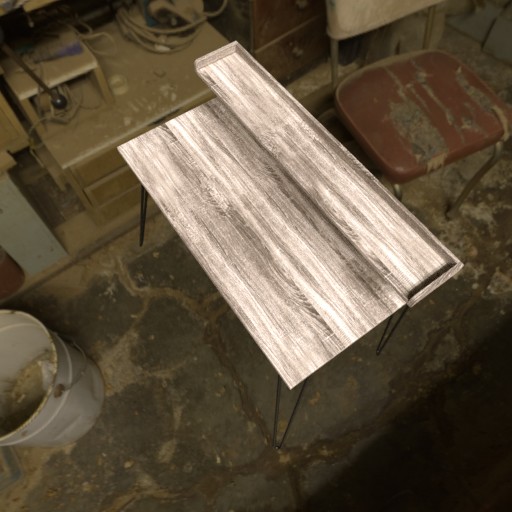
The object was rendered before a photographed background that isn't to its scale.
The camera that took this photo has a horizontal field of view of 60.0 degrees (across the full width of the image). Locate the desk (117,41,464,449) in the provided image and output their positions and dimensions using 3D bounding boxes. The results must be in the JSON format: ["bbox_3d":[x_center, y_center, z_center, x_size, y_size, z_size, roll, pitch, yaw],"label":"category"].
[{"bbox_3d":[0.000,0.000,1.628,0.605,0.899,1.135,-32,68,-15],"label":"desk"}]
